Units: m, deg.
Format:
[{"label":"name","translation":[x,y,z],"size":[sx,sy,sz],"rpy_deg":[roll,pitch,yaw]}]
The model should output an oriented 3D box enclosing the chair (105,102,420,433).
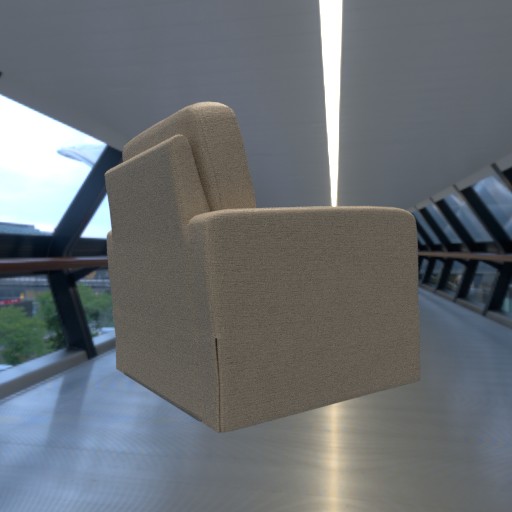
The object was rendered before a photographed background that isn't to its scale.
[{"label":"chair","translation":[0.000,0.000,1.542],"size":[0.888,0.827,0.755],"rpy_deg":[0,0,-36]}]
